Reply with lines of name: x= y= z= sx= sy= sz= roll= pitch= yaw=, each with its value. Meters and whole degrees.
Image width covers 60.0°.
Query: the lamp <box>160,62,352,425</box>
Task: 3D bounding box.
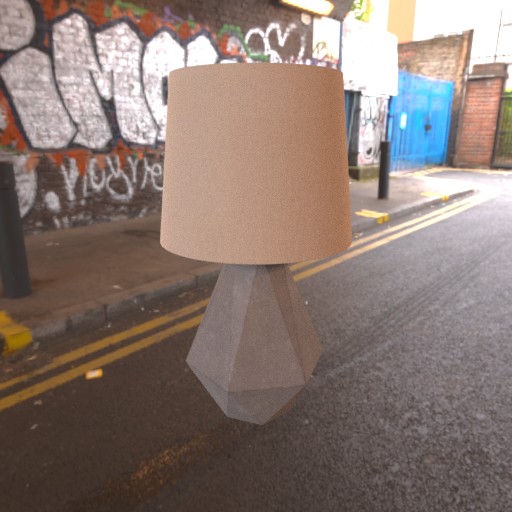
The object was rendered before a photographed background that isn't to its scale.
lamp: x=0.000 y=0.000 z=0.659 sx=0.276 sy=0.501 sz=0.276 roll=0 pitch=16 yaw=0
